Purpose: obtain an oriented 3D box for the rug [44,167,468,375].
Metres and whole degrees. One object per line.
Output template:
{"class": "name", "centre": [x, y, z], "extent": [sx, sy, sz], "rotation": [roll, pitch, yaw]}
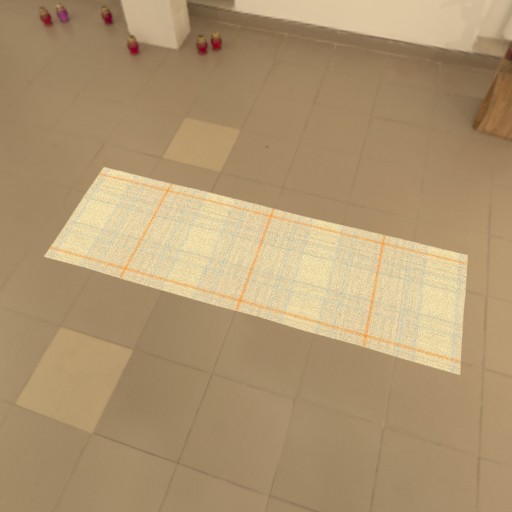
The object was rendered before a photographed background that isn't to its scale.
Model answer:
{"class": "rug", "centre": [0.000, 0.000, 2.676], "extent": [2.442, 0.016, 0.770], "rotation": [15, 59, 9]}
